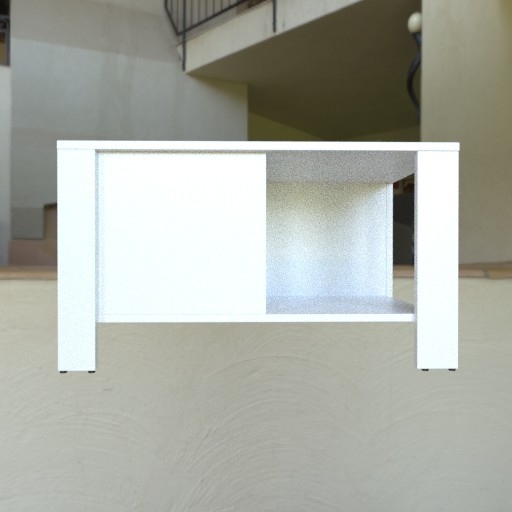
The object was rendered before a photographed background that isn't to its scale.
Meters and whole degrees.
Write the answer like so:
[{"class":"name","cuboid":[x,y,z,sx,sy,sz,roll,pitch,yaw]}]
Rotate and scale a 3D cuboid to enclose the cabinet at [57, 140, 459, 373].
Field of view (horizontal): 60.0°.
[{"class":"cabinet","cuboid":[0.000,0.000,1.280,0.800,0.460,0.800,0,0,-1]}]
